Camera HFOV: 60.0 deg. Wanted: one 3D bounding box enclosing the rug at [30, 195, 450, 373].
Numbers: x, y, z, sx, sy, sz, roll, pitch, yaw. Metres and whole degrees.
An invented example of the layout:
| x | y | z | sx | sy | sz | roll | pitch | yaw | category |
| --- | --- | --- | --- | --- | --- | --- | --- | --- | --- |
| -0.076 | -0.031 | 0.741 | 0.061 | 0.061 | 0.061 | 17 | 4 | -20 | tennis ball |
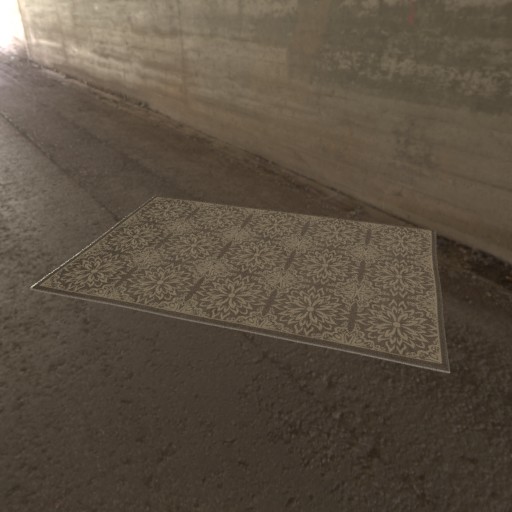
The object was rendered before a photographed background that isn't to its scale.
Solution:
| x | y | z | sx | sy | sz | roll | pitch | yaw | category |
| --- | --- | --- | --- | --- | --- | --- | --- | --- | --- |
| 0.000 | 0.000 | 3.492 | 2.746 | 0.018 | 1.819 | 9 | 31 | 15 | rug |
